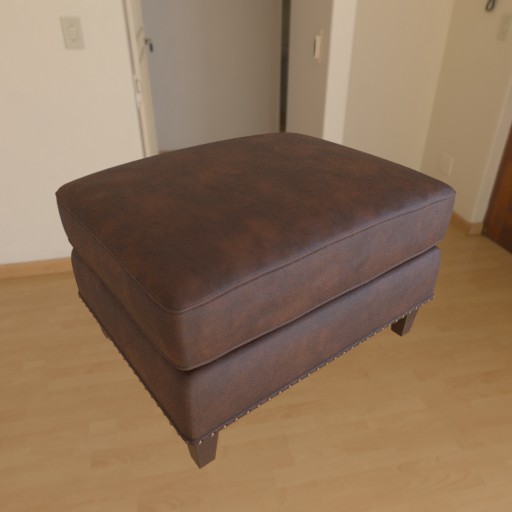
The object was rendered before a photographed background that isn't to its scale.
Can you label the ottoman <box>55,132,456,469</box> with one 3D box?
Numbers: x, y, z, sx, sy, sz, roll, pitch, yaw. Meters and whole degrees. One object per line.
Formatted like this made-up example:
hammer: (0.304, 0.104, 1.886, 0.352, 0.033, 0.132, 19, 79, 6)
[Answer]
ottoman: (0.000, 0.000, 1.092, 0.742, 0.486, 0.586, -22, 37, -32)
